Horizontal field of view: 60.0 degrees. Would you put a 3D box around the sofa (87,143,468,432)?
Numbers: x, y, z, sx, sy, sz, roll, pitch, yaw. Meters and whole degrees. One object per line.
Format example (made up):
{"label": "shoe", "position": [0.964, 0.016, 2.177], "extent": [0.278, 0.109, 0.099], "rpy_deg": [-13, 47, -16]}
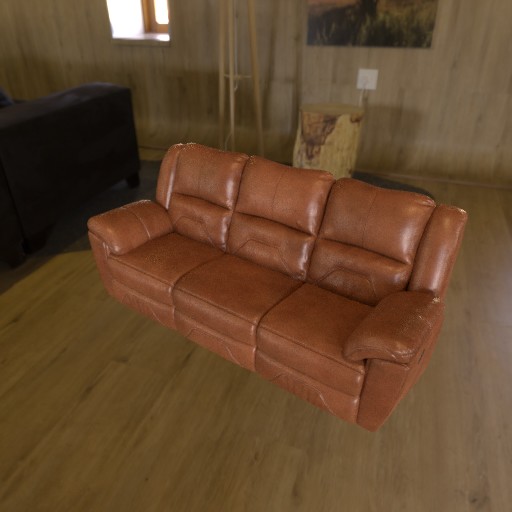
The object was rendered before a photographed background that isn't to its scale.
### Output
{"label": "sofa", "position": [0.000, 0.000, 2.886], "extent": [2.337, 1.043, 0.991], "rpy_deg": [20, 36, 30]}
